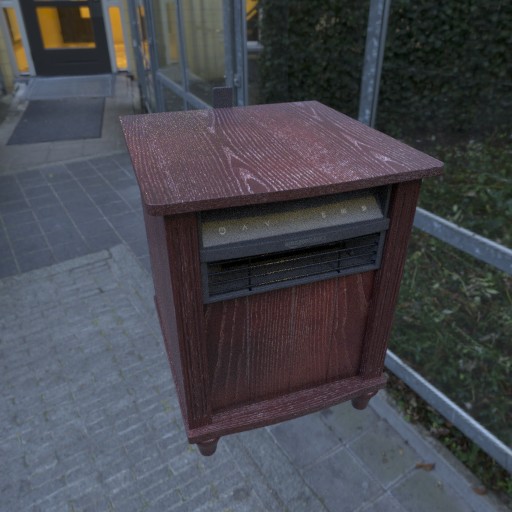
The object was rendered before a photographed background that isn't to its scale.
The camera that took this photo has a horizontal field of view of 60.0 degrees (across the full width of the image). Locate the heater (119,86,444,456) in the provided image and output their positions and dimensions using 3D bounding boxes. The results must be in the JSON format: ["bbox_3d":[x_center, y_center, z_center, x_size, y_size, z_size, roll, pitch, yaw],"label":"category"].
[{"bbox_3d":[0.000,0.000,0.751,0.362,0.481,0.400,-10,33,-16],"label":"heater"}]
